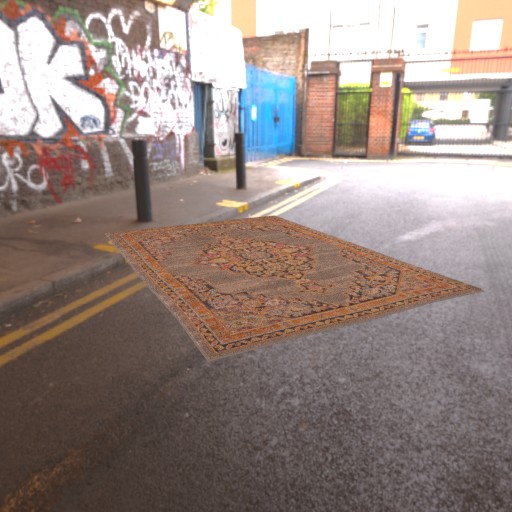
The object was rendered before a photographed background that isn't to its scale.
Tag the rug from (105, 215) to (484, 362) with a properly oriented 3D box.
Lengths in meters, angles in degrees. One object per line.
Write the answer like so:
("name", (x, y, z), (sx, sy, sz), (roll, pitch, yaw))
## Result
("rug", (0.000, 0.000, 3.832), (2.043, 0.026, 2.901), (-9, 19, -26))
